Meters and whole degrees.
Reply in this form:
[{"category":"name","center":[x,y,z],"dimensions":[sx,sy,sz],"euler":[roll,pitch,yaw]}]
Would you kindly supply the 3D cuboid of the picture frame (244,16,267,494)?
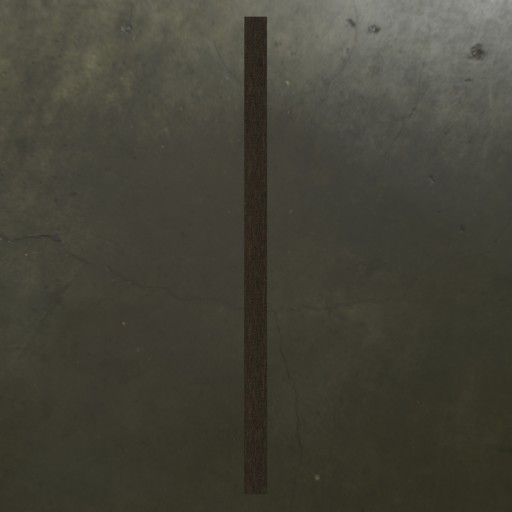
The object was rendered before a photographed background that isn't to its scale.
[{"category":"picture frame","center":[0.000,0.000,0.734],"dimensions":[0.026,0.455,0.546],"euler":[0,89,0]}]
